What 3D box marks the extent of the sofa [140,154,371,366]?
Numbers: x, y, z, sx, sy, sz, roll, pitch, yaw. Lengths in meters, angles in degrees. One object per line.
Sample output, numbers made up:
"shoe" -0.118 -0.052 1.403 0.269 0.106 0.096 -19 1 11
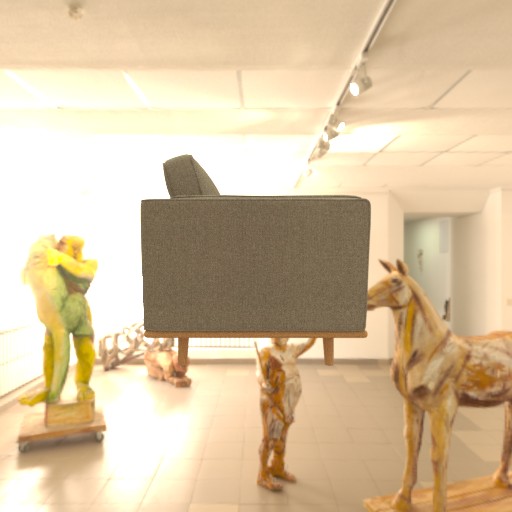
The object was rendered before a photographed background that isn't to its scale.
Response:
"sofa" 0.000 0.000 2.815 0.903 0.899 2.362 0 0 0
